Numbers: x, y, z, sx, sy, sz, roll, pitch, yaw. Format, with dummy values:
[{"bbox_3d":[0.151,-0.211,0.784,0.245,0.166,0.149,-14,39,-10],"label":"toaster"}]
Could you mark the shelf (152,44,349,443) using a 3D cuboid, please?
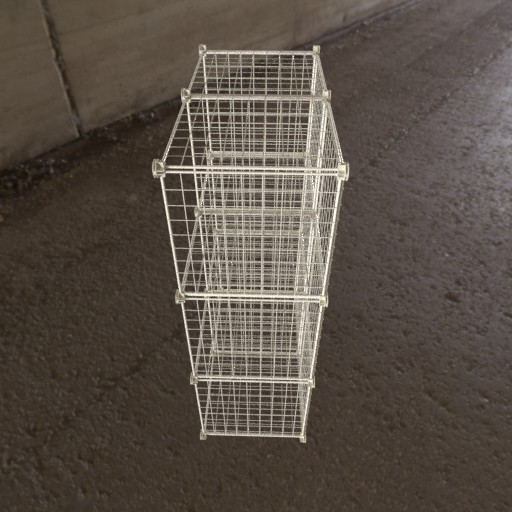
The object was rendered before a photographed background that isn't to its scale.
[{"bbox_3d":[0.000,0.000,1.413,0.356,1.067,0.711,1,42,1],"label":"shelf"}]
